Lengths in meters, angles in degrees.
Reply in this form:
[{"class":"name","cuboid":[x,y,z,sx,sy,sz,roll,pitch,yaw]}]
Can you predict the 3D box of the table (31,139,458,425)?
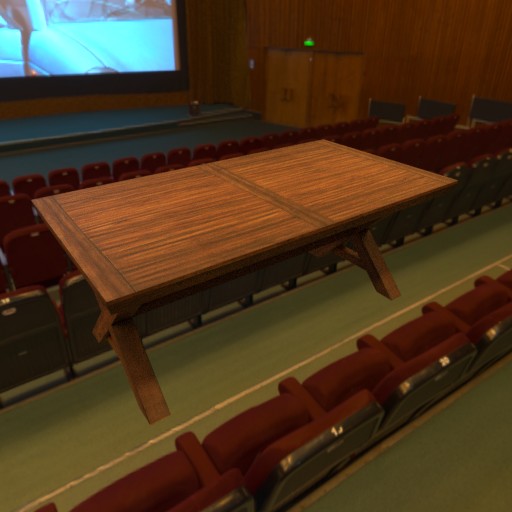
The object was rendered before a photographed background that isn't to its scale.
[{"class":"table","cuboid":[0.000,0.000,2.507,1.966,0.793,1.071,-19,35,-31]}]
